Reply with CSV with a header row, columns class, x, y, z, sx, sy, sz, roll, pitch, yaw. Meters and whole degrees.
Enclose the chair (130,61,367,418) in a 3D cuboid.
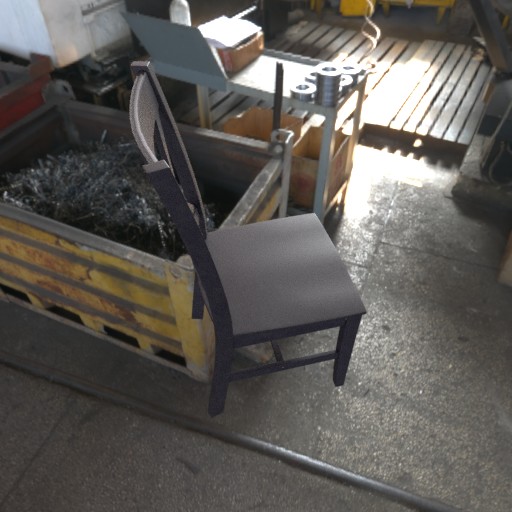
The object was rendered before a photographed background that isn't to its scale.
class,x,y,z,sx,sy,sz,roll,pitch,yaw
chair,0.000,0.000,1.297,0.542,0.983,0.485,-10,46,-10
